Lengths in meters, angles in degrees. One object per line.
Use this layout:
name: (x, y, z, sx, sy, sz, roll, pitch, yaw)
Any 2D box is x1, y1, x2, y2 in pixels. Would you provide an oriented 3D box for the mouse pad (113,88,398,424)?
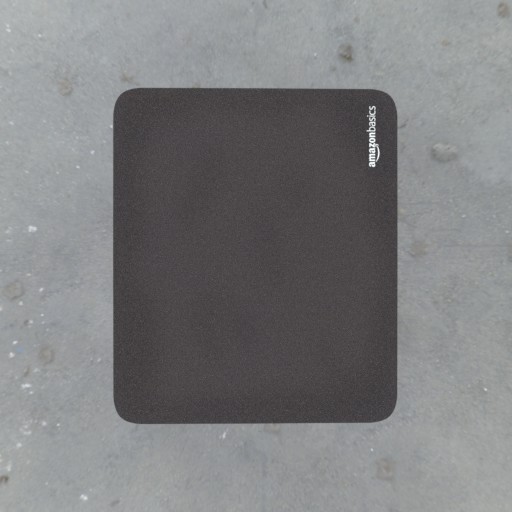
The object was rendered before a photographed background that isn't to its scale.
mouse pad: (0.000, 0.000, 0.329, 0.211, 0.002, 0.249, 0, 90, -1)
